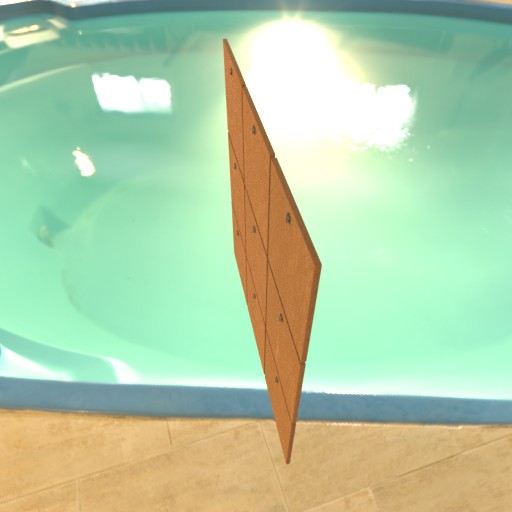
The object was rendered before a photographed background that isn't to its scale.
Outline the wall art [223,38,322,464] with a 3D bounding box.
[{"bbox_3d":[0.000,0.000,1.330,0.018,0.913,0.915,-9,48,-8],"label":"wall art"}]
